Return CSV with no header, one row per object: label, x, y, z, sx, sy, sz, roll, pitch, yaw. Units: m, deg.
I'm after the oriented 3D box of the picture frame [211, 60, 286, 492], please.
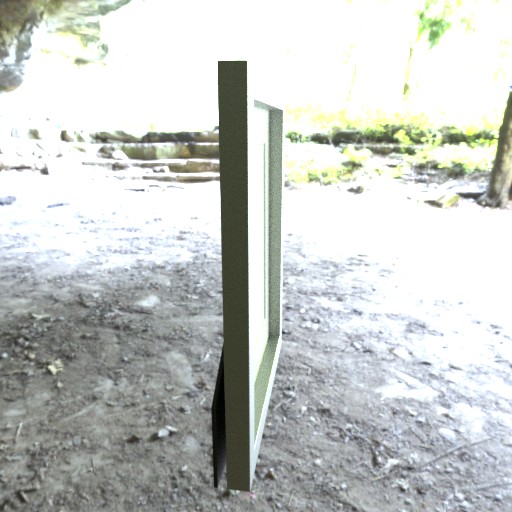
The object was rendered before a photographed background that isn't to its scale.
picture frame,0.000,0.000,0.523,0.036,0.386,0.307,2,16,8
